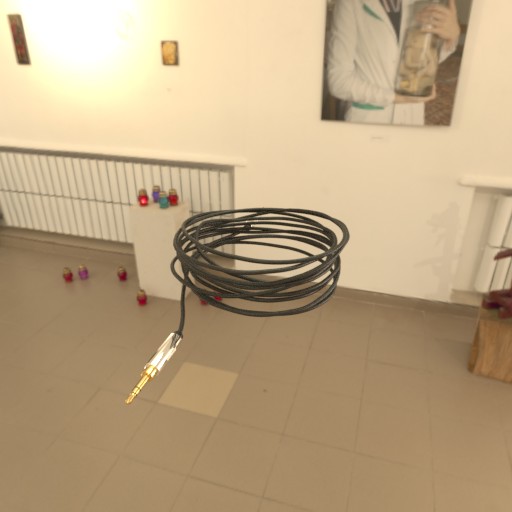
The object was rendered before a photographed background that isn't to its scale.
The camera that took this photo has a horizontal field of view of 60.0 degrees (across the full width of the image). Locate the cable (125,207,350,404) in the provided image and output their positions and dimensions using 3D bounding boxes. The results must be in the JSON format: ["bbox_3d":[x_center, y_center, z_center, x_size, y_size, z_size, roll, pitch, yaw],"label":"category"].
[{"bbox_3d":[0.000,0.000,0.499,0.198,0.069,0.432,8,28,15],"label":"cable"}]
